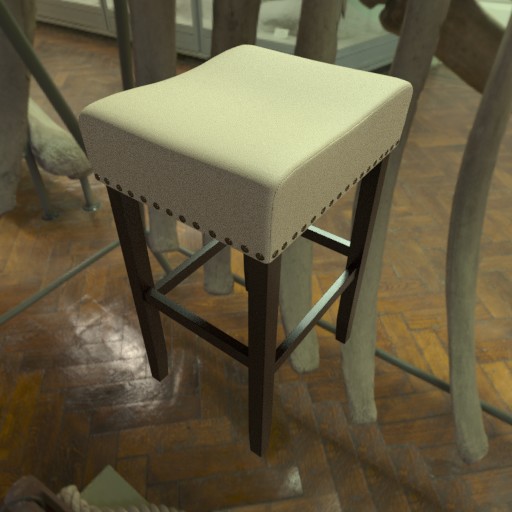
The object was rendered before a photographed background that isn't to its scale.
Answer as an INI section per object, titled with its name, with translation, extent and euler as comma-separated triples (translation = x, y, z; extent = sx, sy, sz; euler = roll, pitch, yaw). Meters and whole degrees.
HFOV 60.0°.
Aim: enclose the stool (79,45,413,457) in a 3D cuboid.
[stool]
translation = 0.000, 0.000, 1.018
extent = 0.401, 0.762, 0.471
euler = 26, 48, 27
